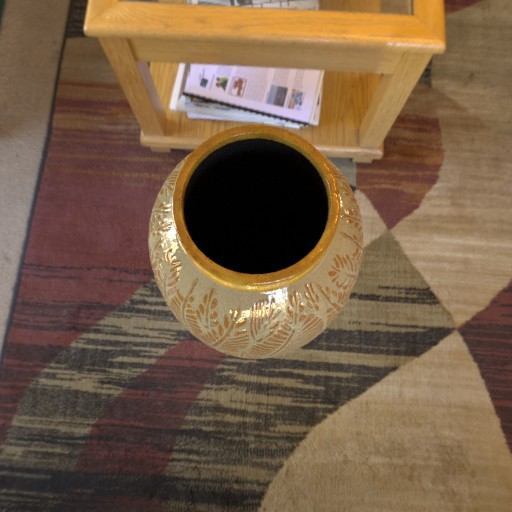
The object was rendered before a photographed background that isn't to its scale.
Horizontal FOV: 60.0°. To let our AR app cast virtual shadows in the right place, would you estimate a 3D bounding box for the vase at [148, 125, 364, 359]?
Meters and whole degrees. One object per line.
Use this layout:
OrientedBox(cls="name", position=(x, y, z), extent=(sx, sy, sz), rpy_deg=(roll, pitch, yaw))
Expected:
OrientedBox(cls="vase", position=(0.000, 0.000, 0.381), extent=(0.172, 0.270, 0.172), rpy_deg=(0, 77, 0))
